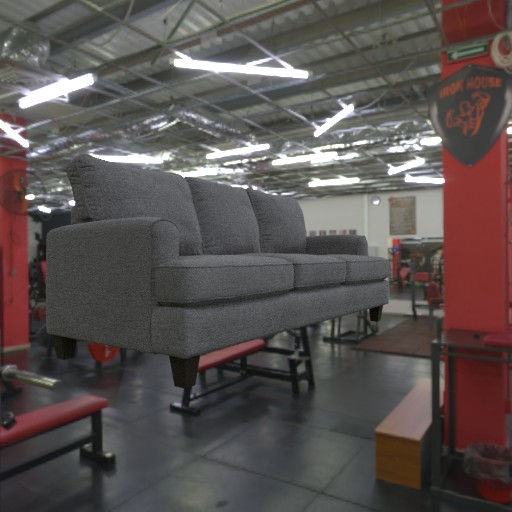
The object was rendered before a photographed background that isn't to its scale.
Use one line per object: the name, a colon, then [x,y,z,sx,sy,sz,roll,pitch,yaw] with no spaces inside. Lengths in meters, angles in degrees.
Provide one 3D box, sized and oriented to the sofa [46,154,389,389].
sofa: [0.000,0.000,2.683,0.951,0.965,2.158,0,0,36]
